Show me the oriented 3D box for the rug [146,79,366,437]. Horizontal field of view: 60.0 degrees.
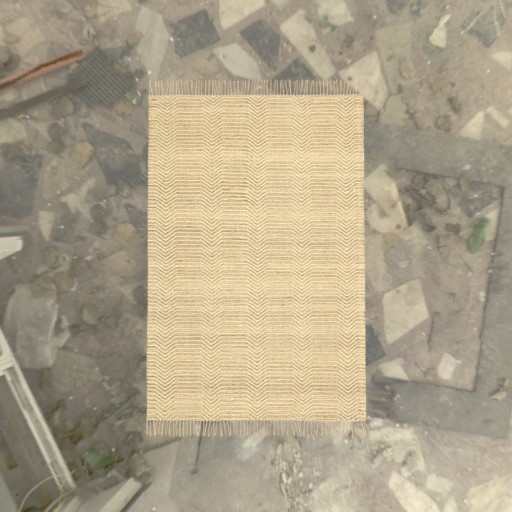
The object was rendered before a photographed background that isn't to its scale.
[{"bbox_3d":[0.000,0.000,2.493,1.224,0.027,2.021,0,88,0],"label":"rug"}]
